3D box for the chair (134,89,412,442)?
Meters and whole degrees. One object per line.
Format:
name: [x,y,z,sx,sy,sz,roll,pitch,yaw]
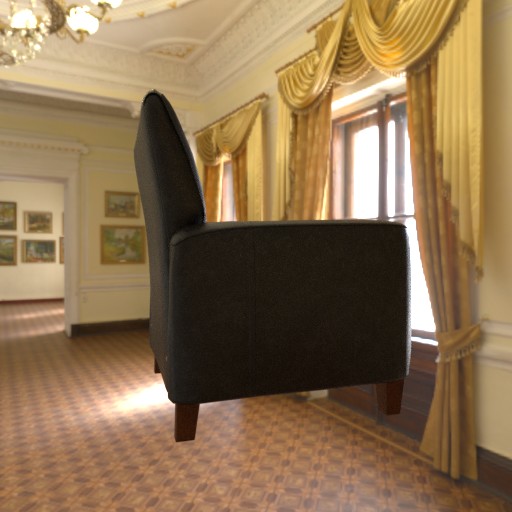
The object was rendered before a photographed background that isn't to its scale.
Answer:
chair: [0.000,0.000,1.666,0.864,1.014,0.848,0,1,-17]
